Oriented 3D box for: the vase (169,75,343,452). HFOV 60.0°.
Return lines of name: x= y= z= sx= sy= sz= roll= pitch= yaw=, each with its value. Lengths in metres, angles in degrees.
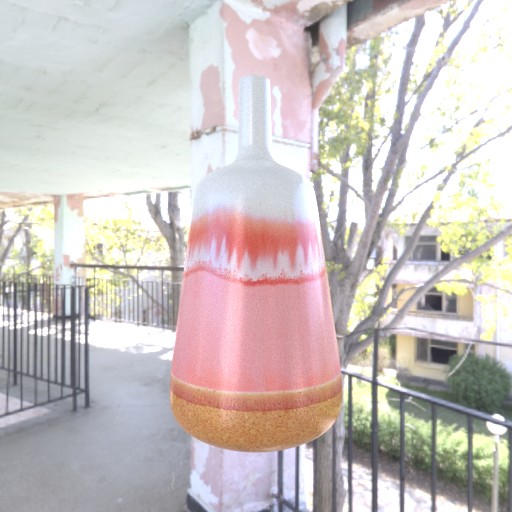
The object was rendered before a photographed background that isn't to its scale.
vase: x=0.000 y=0.000 z=0.376 sx=0.144 sy=0.296 sz=0.144 roll=0 pitch=0 yaw=0
